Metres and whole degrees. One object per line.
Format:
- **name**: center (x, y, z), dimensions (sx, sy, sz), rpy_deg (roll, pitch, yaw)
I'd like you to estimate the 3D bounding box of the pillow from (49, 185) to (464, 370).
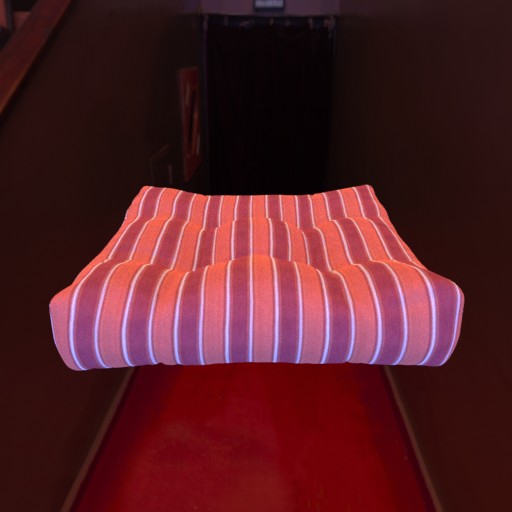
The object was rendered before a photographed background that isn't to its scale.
- **pillow**: center (0.000, 0.000, 0.720), dimensions (0.490, 0.133, 0.468), rpy_deg (0, 26, 0)
